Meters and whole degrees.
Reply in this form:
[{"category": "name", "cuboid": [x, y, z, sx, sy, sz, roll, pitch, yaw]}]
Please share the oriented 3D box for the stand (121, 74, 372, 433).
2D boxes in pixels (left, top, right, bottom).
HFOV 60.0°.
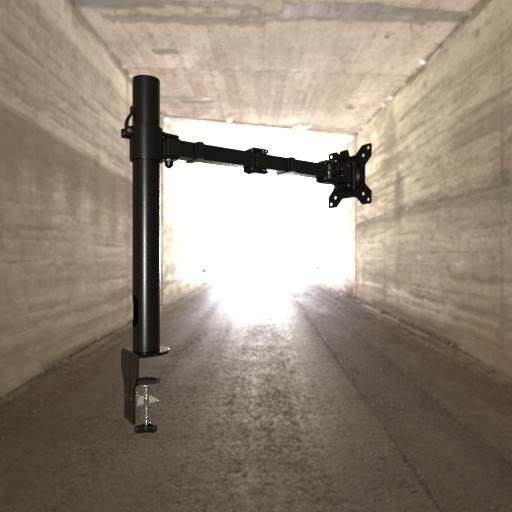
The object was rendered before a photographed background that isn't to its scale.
[{"category": "stand", "cuboid": [0.000, 0.000, 0.754, 0.456, 0.510, 0.115, 0, 0, -35]}]
